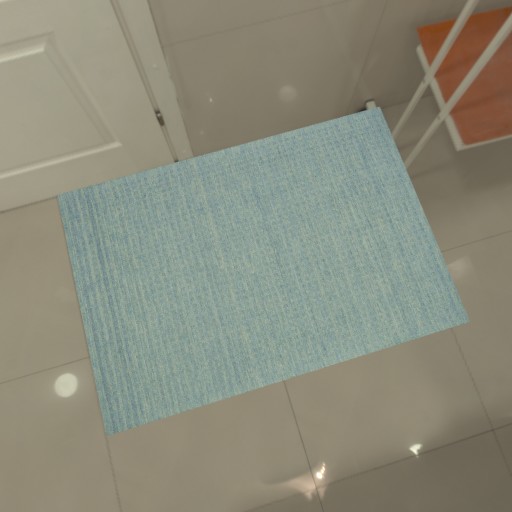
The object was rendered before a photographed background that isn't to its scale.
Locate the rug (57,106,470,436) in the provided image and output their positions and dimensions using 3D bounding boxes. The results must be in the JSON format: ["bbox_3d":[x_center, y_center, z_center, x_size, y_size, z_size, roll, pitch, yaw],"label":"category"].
[{"bbox_3d":[0.000,0.000,3.599,2.895,0.006,1.982,-16,76,-4],"label":"rug"}]
